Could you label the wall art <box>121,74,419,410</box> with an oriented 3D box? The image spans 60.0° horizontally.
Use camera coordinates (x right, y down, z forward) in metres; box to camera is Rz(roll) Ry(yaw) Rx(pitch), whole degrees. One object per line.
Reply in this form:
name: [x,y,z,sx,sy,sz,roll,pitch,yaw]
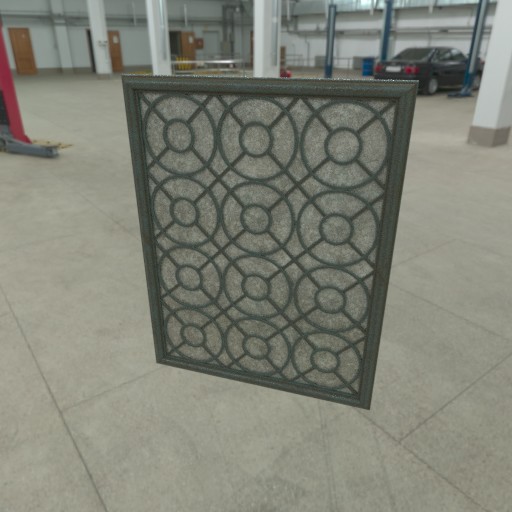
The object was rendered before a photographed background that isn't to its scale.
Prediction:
wall art: [0.000,0.000,1.312,0.767,0.983,0.030,8,27,16]
